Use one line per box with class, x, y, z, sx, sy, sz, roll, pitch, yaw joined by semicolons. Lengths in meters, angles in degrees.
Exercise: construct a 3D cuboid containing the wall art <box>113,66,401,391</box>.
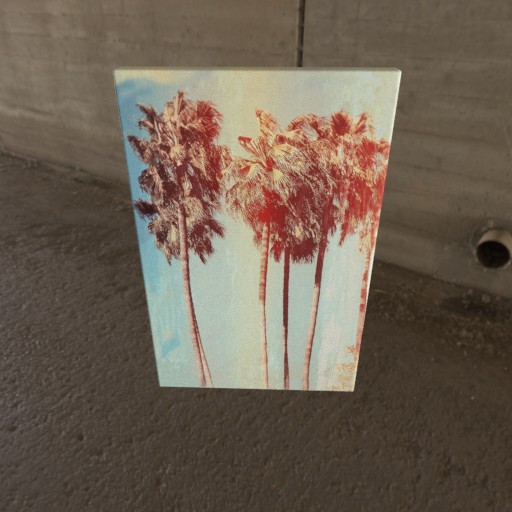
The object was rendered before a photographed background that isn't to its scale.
wall art;0.000;0.000;0.777;0.401;0.610;0.038;1;30;2
